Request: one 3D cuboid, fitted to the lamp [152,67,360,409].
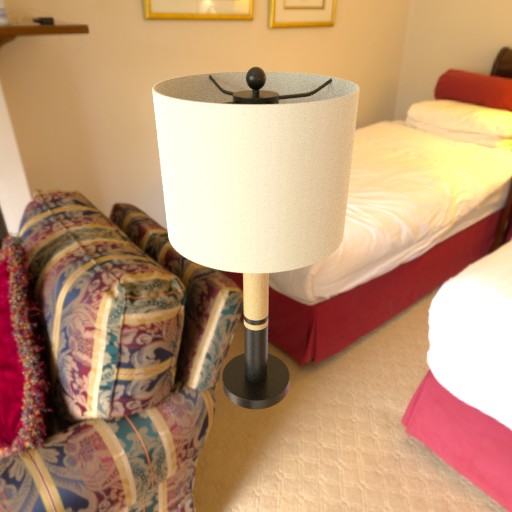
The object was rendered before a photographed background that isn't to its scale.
[{"bbox_3d":[0.000,0.000,0.810,0.305,0.640,0.305,7,30,12],"label":"lamp"}]
